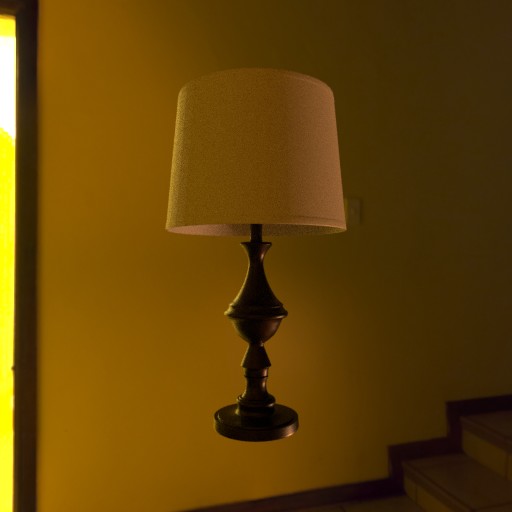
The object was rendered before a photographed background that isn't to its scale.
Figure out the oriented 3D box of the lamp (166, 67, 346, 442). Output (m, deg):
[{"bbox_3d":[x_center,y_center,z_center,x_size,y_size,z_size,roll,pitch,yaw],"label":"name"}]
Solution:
[{"bbox_3d":[0.000,0.000,0.958,0.383,0.726,0.383,0,-1,0],"label":"lamp"}]
